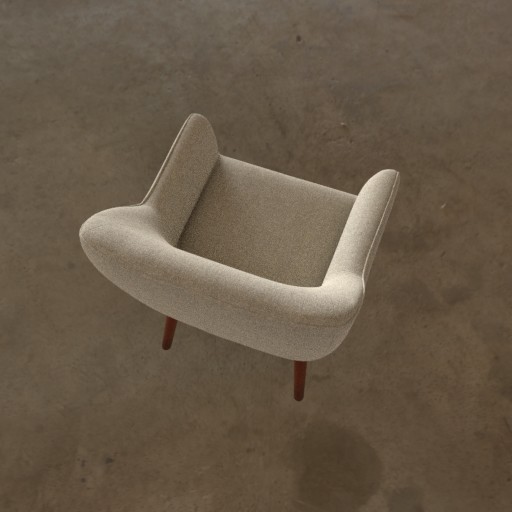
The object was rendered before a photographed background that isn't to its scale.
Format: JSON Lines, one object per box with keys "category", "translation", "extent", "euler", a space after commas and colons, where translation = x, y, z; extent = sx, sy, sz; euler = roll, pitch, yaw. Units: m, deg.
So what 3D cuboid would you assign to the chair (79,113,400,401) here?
{"category": "chair", "translation": [0.000, 0.000, 1.237], "extent": [0.610, 0.813, 0.610], "euler": [18, 64, 9]}
